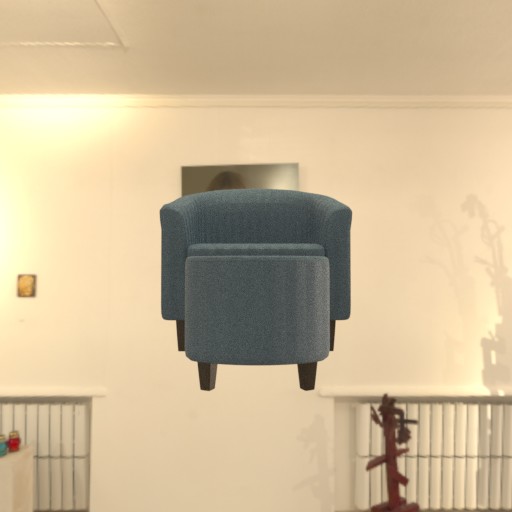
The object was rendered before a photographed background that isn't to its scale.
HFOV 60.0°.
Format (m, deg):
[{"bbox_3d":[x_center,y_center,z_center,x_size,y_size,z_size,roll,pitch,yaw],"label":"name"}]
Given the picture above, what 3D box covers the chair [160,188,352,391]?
[{"bbox_3d":[0.000,0.000,1.763,0.756,0.757,1.288,0,-1,0],"label":"chair"}]
